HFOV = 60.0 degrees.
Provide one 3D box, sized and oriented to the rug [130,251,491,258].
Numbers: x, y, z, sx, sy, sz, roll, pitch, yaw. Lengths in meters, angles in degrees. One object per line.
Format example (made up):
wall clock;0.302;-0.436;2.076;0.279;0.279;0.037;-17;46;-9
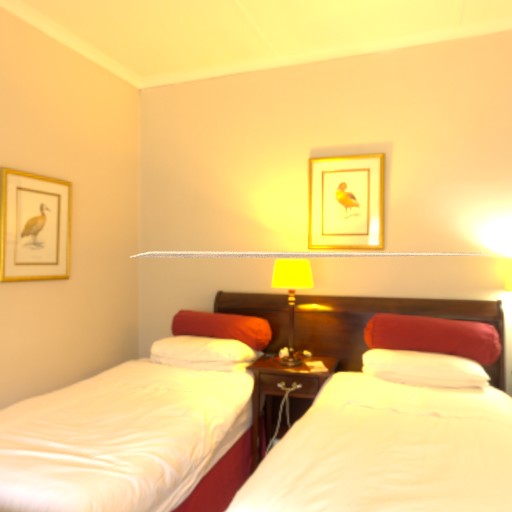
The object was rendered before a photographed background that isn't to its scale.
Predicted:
rug;0.000;0.000;2.870;1.522;0.008;2.284;0;-1;-18
